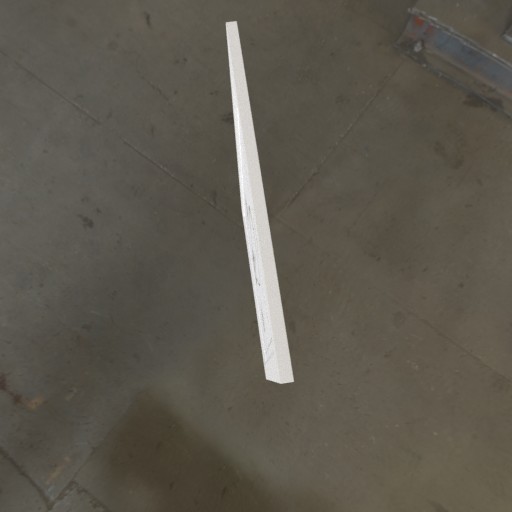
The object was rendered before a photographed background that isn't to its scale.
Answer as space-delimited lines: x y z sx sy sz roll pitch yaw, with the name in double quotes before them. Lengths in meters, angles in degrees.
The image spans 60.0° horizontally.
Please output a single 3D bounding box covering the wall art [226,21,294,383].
"wall art" 0.000 0.000 0.597 0.010 0.474 0.325 -8 75 -2
